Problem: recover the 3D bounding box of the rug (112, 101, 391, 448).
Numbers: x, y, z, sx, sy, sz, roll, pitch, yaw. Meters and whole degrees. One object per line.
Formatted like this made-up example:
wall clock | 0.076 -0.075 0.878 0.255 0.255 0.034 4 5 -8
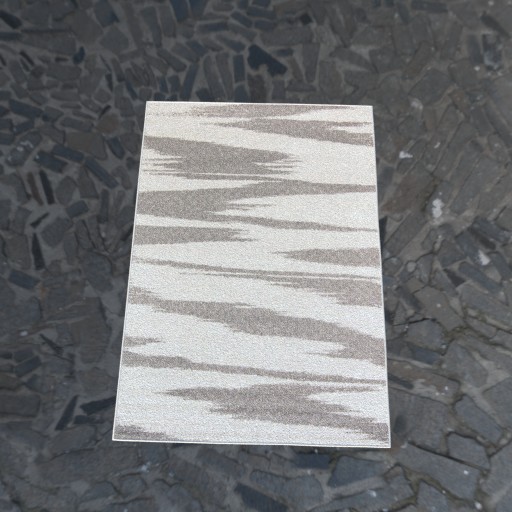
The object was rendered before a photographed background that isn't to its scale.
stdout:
rug | 0.000 0.000 2.712 1.533 0.010 2.142 1 75 0
